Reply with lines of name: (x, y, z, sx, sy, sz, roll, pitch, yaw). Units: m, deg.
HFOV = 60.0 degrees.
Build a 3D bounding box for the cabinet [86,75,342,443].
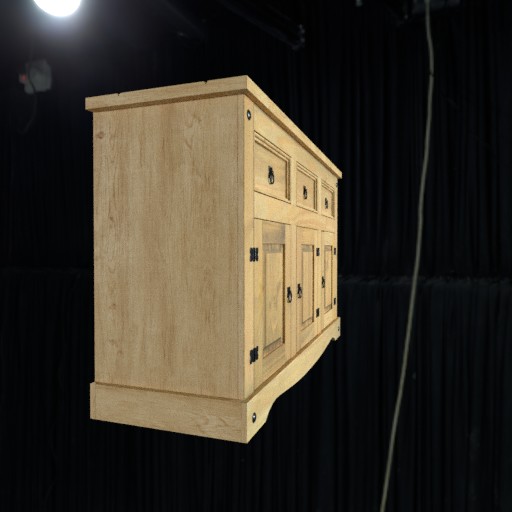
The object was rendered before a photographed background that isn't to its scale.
cabinet: (0.000, 0.000, 1.664, 0.432, 0.810, 1.321, 0, 1, 20)
